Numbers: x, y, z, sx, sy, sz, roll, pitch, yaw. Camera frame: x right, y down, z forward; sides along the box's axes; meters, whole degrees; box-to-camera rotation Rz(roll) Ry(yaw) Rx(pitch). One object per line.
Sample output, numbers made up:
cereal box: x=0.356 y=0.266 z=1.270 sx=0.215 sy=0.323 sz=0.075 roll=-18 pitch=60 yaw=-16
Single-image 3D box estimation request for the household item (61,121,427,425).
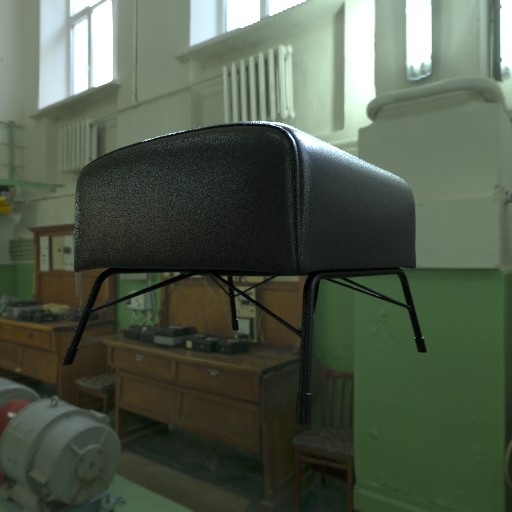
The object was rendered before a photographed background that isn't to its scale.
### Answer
household item: x=0.000 y=0.000 z=0.896 sx=0.530 sy=0.410 sz=0.530 roll=0 pitch=-1 yaw=36
